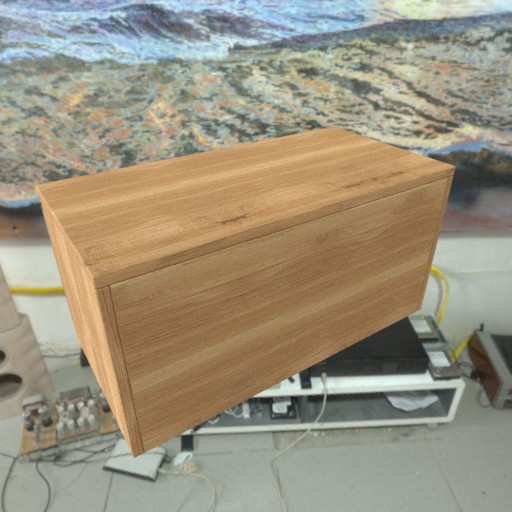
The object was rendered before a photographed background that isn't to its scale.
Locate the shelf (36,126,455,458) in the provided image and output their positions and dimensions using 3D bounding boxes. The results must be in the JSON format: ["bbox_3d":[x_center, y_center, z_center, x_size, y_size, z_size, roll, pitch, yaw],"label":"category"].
[{"bbox_3d":[0.000,0.000,1.040,0.800,0.400,0.400,-19,36,-28],"label":"shelf"}]
